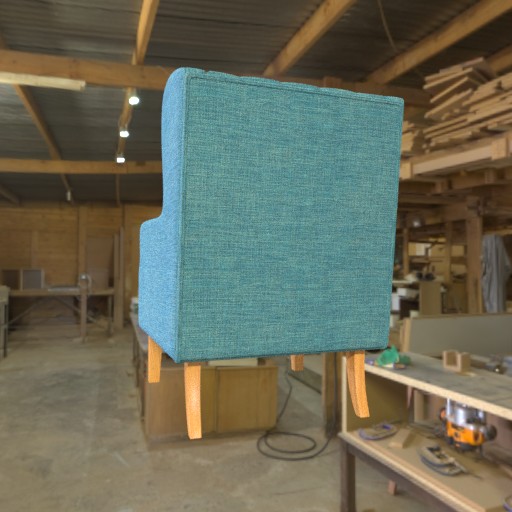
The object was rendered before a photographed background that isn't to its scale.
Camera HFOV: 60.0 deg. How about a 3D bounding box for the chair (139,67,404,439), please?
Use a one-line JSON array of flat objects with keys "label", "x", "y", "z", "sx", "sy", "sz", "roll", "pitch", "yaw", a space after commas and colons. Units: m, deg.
[{"label": "chair", "x": 0.000, "y": 0.000, "z": 1.487, "sx": 0.711, "sy": 0.952, "sz": 0.775, "roll": 0, "pitch": -1, "yaw": -19}]
